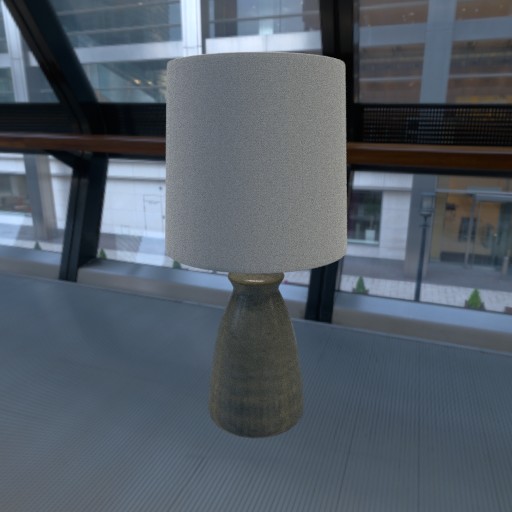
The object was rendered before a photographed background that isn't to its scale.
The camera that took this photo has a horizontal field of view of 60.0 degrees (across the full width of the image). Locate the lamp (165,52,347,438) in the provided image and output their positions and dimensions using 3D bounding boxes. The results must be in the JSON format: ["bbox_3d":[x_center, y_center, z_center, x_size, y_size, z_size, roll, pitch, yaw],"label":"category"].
[{"bbox_3d":[0.000,0.000,0.466,0.186,0.369,0.186,0,16,0],"label":"lamp"}]
